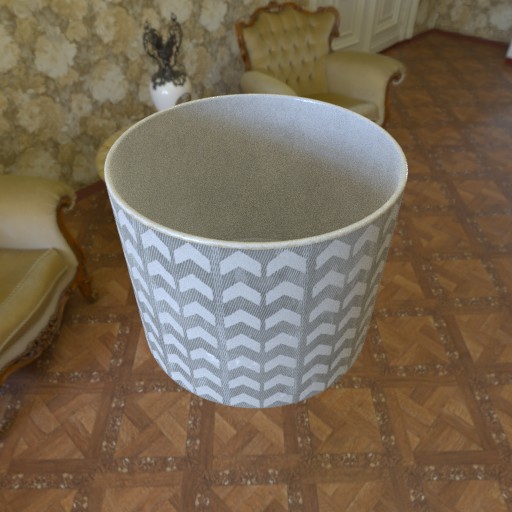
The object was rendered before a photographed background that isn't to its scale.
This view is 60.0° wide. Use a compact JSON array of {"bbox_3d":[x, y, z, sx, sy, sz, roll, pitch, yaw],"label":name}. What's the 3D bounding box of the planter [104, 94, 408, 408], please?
[{"bbox_3d":[0.000,0.000,0.455,0.250,0.239,0.250,0,42,0],"label":"planter"}]
